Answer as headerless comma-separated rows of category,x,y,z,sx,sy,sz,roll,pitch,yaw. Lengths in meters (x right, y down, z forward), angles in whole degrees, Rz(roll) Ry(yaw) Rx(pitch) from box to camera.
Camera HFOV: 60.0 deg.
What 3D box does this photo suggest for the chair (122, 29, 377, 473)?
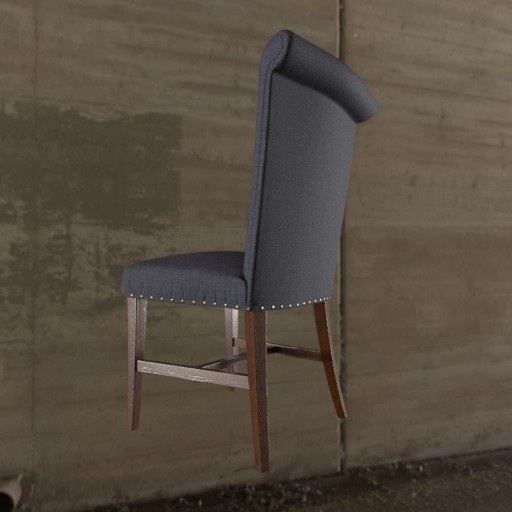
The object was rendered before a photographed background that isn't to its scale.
chair,0.000,0.000,1.304,0.608,0.988,0.513,0,-1,36
